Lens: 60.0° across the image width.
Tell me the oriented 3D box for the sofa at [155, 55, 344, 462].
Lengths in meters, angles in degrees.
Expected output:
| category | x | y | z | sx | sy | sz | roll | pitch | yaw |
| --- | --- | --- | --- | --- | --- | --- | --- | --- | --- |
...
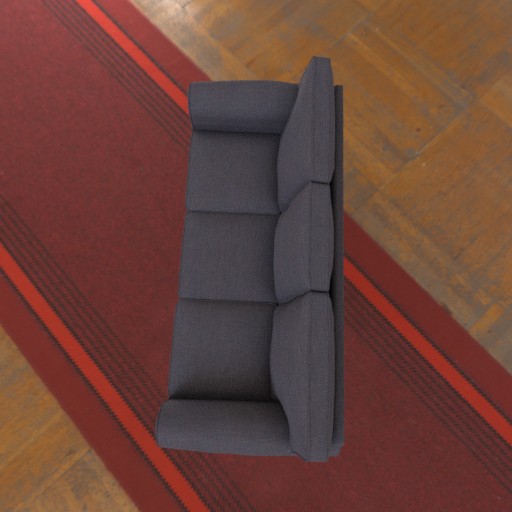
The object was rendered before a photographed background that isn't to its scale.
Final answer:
| category | x | y | z | sx | sy | sz | roll | pitch | yaw |
| --- | --- | --- | --- | --- | --- | --- | --- | --- | --- |
| sofa | 0.000 | 0.000 | 2.570 | 0.909 | 0.966 | 2.084 | 3 | 75 | 1 |
